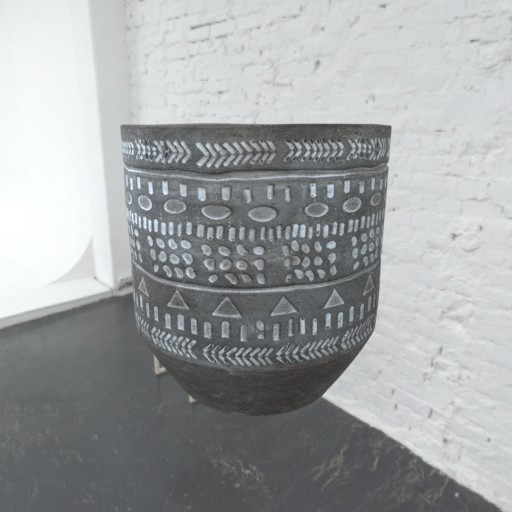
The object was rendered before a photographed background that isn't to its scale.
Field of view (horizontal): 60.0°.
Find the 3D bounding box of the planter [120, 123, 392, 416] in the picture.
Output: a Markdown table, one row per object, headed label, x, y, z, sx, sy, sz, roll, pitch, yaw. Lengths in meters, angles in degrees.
| label | x | y | z | sx | sy | sz | roll | pitch | yaw |
| --- | --- | --- | --- | --- | --- | --- | --- | --- | --- |
| planter | 0.000 | 0.000 | 0.260 | 0.142 | 0.149 | 0.142 | 0 | 17 | 0 |
